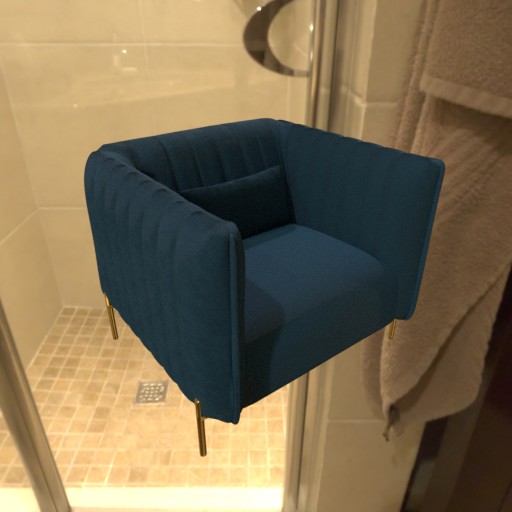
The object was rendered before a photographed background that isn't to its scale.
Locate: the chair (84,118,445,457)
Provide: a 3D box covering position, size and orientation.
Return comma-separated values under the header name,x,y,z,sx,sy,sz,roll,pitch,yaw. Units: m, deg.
name,x,y,z,sx,sy,sz,roll,pitch,yaw
chair,0.000,0.000,1.625,0.947,0.793,0.877,-20,35,-32
